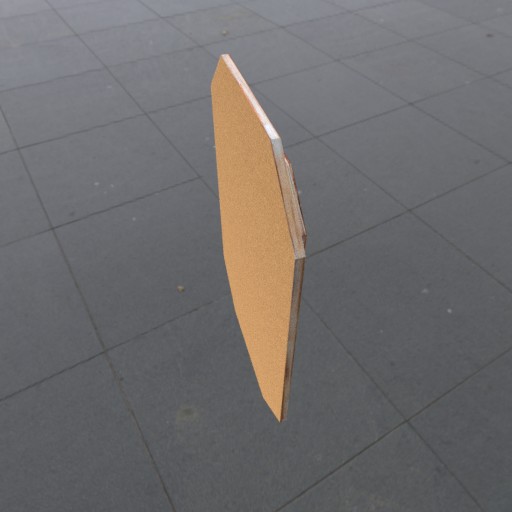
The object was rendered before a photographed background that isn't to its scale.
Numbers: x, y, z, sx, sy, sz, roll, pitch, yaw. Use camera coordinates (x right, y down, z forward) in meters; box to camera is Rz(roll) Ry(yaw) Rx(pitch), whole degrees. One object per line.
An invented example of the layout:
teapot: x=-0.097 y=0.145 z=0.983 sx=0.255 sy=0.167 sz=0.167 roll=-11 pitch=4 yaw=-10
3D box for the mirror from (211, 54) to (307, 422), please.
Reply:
mirror: x=0.000 y=0.000 z=1.298 sx=0.061 sy=1.015 sz=0.709 roll=-12 pitch=48 yaw=-11
